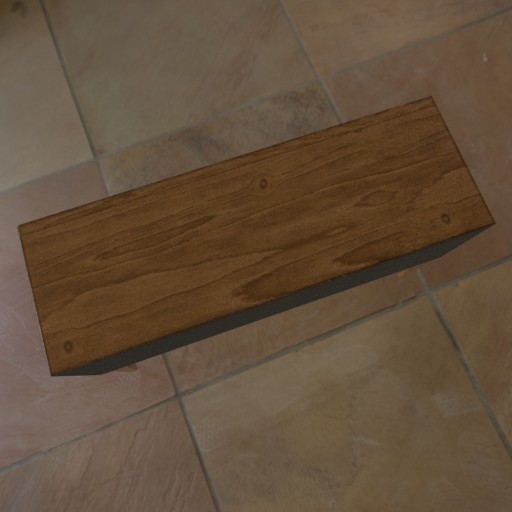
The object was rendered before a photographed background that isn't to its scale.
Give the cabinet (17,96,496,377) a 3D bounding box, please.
[{"bbox_3d":[0.000,0.000,1.722,1.363,0.802,0.477,-18,76,-5],"label":"cabinet"}]
